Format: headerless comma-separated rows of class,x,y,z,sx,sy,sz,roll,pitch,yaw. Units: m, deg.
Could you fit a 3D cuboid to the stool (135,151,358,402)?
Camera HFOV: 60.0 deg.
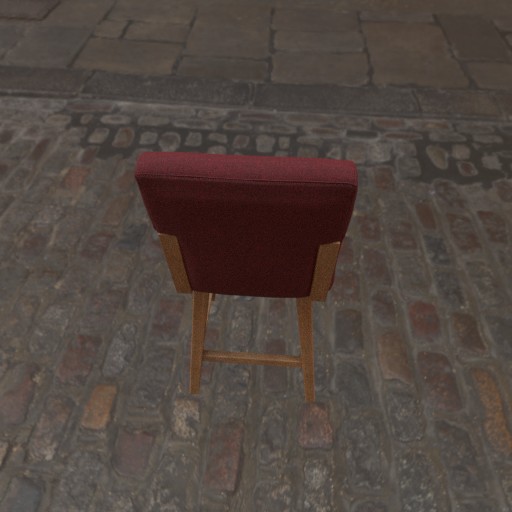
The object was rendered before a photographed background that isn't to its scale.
stool,0.000,0.000,1.334,0.468,1.038,0.562,3,47,3
